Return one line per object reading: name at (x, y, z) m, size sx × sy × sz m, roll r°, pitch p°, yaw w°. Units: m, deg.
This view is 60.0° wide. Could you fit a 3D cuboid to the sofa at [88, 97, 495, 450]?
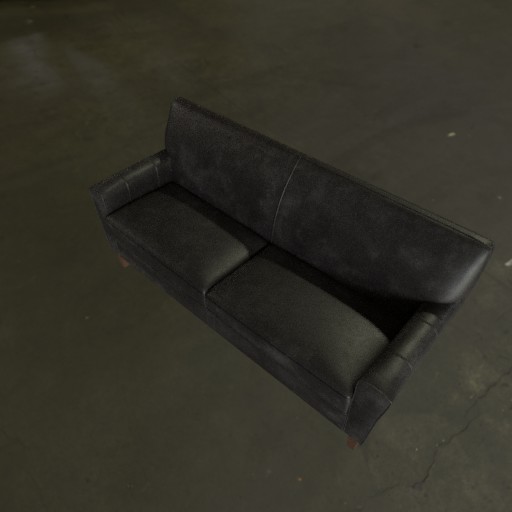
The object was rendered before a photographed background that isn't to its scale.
sofa at (0.000, 0.000, 2.478) m, size 2.053 × 0.947 × 0.805 m, roll 32°, pitch 54°, yaw 28°
